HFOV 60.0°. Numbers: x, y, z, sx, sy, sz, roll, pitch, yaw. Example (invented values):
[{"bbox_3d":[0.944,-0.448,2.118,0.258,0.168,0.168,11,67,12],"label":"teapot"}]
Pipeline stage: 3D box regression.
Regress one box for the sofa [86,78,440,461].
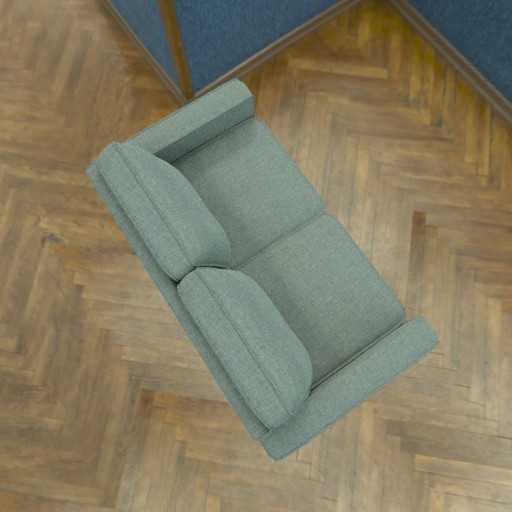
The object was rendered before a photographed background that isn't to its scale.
[{"bbox_3d":[0.000,0.000,2.257,0.945,0.915,1.706,-33,78,-8],"label":"sofa"}]
